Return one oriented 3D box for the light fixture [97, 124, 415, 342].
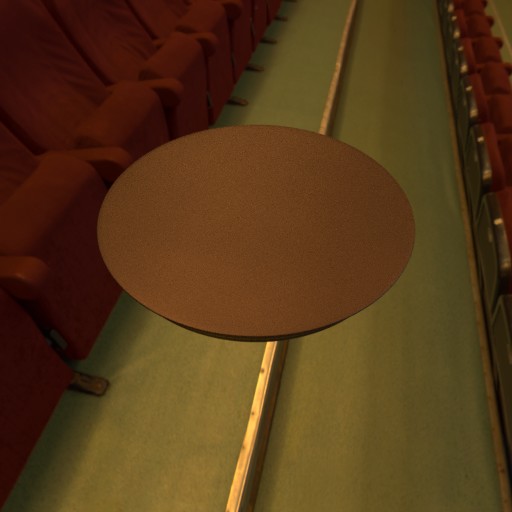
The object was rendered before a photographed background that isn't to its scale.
[{"bbox_3d":[0.000,0.000,0.449,0.280,0.135,0.280,0,47,0],"label":"light fixture"}]
